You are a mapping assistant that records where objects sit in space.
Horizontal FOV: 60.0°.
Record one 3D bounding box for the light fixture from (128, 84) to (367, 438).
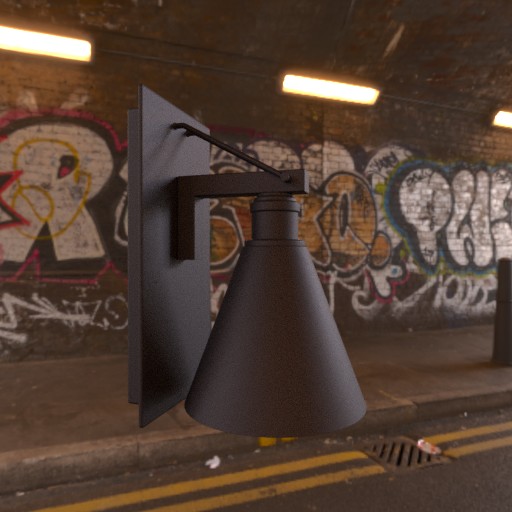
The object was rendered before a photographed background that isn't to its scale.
[{"bbox_3d":[0.000,0.000,0.427,0.207,0.298,0.170,0,0,18],"label":"light fixture"}]
